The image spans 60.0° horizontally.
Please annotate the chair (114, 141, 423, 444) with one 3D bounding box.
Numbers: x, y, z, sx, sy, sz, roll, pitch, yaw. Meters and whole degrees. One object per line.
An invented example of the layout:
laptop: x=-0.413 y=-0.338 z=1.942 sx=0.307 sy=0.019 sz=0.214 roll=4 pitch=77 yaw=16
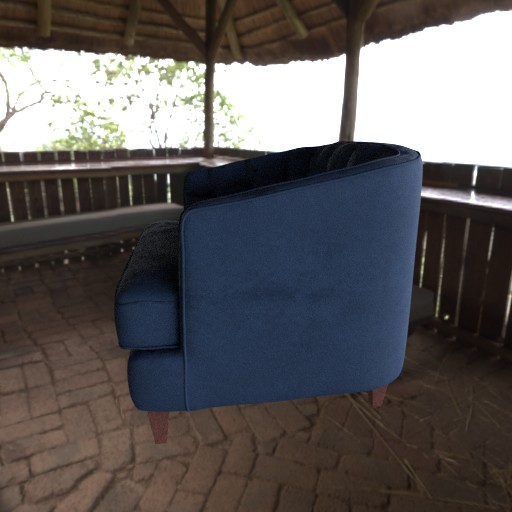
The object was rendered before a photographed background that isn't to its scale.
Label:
chair: x=0.000 y=0.000 z=1.708 sx=0.940 sy=0.852 sz=1.094 roll=-2 pitch=16 yaw=-8
